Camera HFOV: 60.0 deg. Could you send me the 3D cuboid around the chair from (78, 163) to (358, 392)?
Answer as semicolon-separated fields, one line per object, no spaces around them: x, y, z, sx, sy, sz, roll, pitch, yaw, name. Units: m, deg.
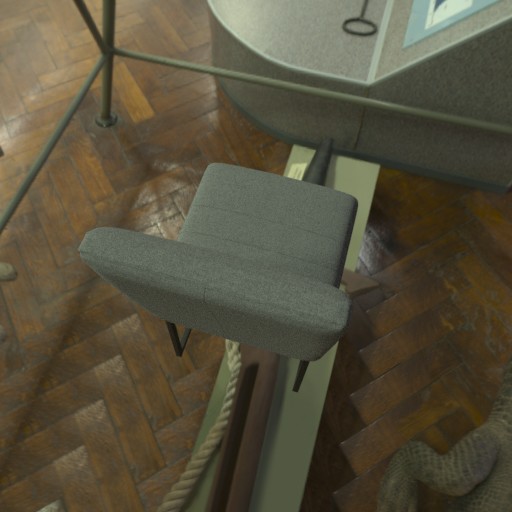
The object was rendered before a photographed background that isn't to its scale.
0.000;0.000;1.303;0.520;0.930;0.634;15;64;7;chair
